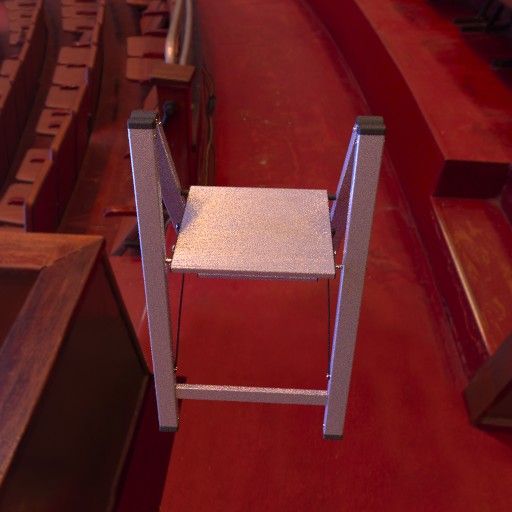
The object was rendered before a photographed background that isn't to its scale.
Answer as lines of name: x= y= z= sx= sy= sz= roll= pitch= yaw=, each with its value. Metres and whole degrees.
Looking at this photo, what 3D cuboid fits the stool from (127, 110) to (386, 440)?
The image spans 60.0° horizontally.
stool: x=0.000 y=0.000 z=0.993 sx=0.440 sy=0.670 sz=0.535 roll=2 pitch=46 yaw=2
